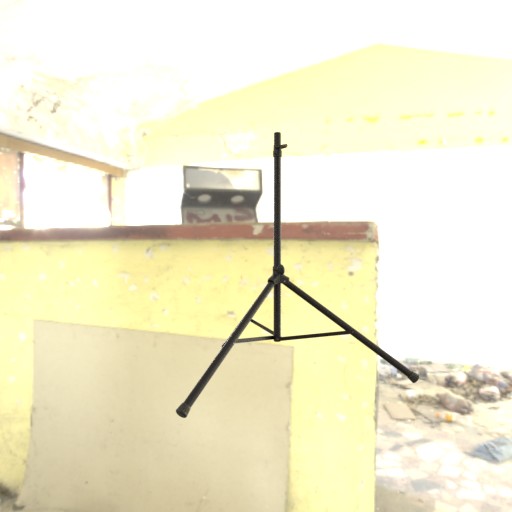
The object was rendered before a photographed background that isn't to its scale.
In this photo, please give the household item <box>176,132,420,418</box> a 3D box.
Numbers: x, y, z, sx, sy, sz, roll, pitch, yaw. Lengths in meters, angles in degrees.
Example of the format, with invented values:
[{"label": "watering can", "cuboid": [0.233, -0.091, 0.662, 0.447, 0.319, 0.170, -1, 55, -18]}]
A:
[{"label": "household item", "cuboid": [0.000, 0.000, 2.718, 1.596, 1.595, 1.339, 1, 1, 37]}]
